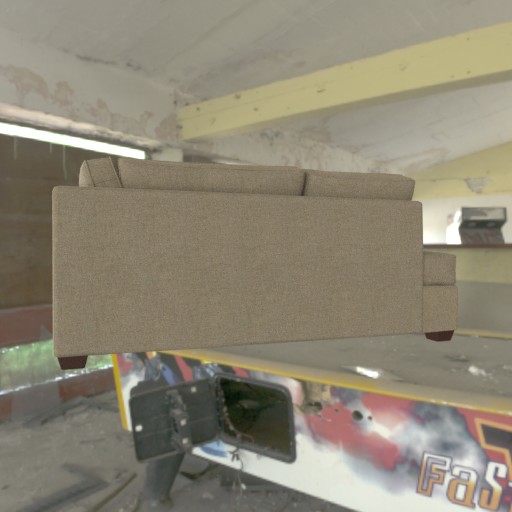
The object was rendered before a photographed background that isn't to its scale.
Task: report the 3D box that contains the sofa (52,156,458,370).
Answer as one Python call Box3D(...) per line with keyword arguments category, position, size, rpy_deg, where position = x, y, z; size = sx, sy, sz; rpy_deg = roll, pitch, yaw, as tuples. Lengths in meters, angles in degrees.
Box3D(category="sofa", position=(0.000, 0.000, 2.808), size=(2.238, 1.019, 1.110), rpy_deg=(0, 0, -18))
